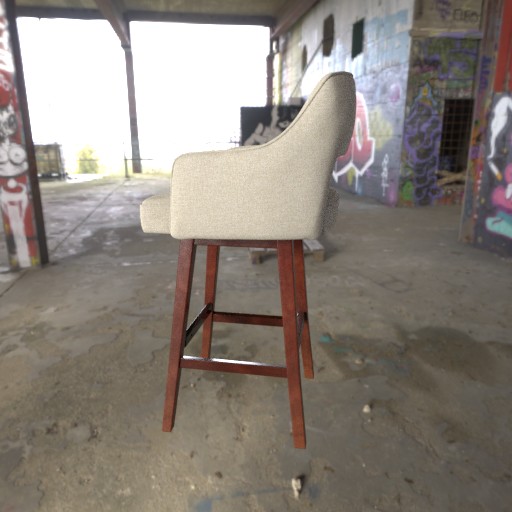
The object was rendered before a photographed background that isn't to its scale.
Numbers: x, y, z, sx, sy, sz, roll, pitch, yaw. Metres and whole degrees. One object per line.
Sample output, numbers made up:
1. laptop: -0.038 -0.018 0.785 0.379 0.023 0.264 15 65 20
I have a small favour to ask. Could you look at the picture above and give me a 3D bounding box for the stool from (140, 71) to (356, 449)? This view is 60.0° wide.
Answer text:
1. stool: 0.000 0.000 1.387 0.560 1.041 0.550 3 16 10
